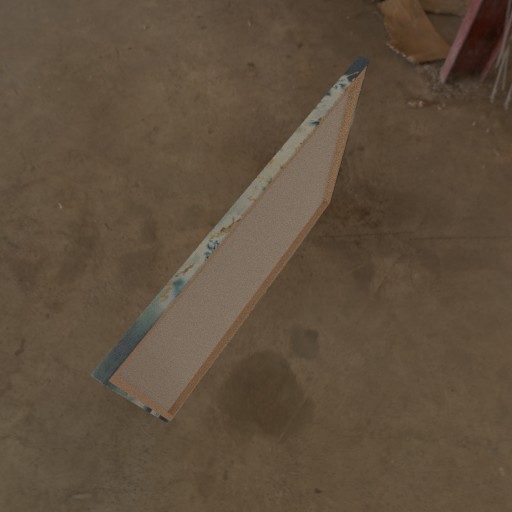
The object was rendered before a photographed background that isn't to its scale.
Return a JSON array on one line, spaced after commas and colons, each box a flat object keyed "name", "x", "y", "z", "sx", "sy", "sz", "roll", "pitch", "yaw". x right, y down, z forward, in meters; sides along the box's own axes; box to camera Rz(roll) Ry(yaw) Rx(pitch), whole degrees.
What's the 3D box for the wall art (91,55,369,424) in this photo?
[{"name": "wall art", "x": 0.000, "y": 0.000, "z": 1.448, "sx": 0.035, "sy": 0.759, "sz": 1.138, "roll": 32, "pitch": 68, "yaw": 15}]
